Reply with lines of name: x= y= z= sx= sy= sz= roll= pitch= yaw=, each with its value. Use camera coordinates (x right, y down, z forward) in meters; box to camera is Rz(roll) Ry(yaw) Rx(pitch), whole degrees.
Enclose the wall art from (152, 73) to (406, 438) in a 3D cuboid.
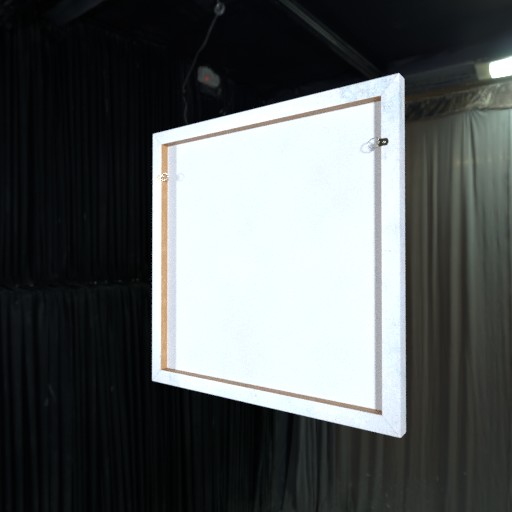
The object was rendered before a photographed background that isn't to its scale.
wall art: x=0.000 y=0.000 z=1.159 sx=0.762 sy=0.762 sz=0.041 roll=-1 pitch=-1 yaw=36
